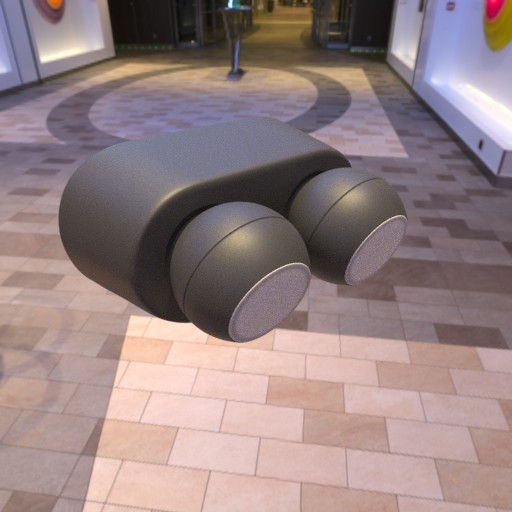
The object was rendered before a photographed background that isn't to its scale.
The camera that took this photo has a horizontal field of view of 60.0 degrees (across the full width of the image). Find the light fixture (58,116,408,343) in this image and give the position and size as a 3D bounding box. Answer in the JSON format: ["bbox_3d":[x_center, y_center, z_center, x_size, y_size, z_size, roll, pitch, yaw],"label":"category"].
[{"bbox_3d":[0.000,0.000,0.332,0.229,0.159,0.159,-22,37,-33],"label":"light fixture"}]
